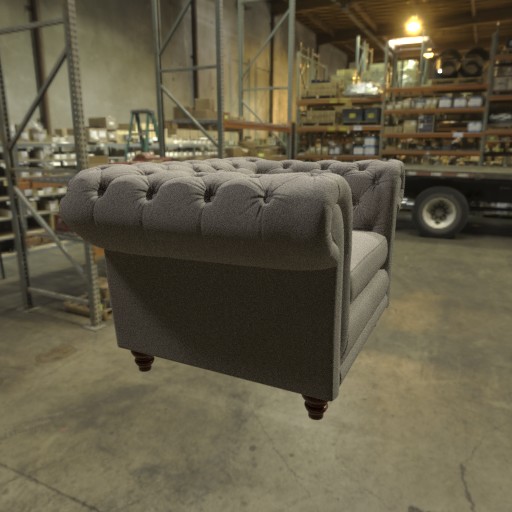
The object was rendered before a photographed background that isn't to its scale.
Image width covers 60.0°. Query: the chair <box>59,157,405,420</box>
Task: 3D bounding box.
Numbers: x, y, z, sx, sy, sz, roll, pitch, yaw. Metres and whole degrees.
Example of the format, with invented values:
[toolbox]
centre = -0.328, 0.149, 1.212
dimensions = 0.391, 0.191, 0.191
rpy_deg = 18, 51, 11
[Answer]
[chair]
centre = 0.000, 0.000, 1.839
dimensions = 0.976, 0.770, 1.270
rpy_deg = 7, 16, 25
